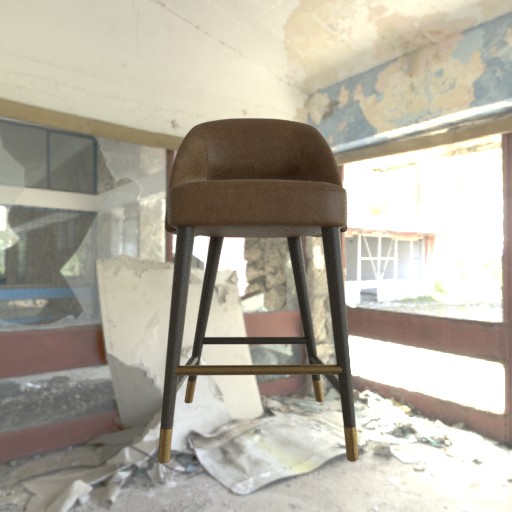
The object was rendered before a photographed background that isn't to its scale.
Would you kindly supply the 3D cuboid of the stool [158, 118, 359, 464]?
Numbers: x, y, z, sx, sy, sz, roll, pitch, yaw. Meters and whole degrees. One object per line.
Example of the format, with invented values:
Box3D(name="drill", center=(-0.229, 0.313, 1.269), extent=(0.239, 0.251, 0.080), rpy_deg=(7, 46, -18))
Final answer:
Box3D(name="stool", center=(0.000, 0.000, 1.253), extent=(0.494, 0.940, 0.509), rpy_deg=(0, -1, -1))
